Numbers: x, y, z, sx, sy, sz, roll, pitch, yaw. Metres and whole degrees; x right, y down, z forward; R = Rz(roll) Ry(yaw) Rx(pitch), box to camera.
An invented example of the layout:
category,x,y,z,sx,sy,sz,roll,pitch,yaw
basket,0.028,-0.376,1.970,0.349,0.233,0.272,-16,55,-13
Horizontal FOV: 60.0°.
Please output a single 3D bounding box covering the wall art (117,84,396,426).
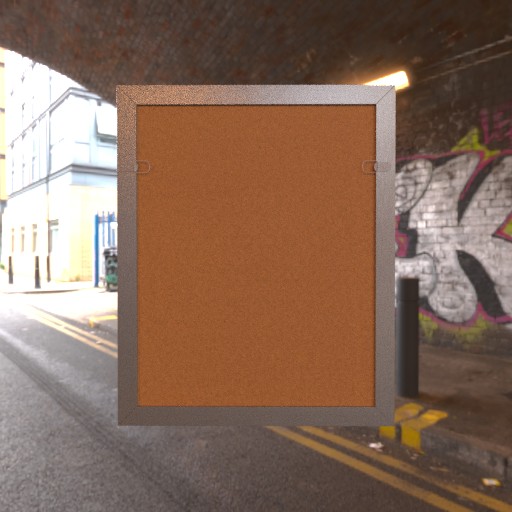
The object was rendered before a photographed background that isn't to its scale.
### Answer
category,x,y,z,sx,sy,sz,roll,pitch,yaw
wall art,0.000,0.000,0.506,0.308,0.379,0.030,0,1,0
